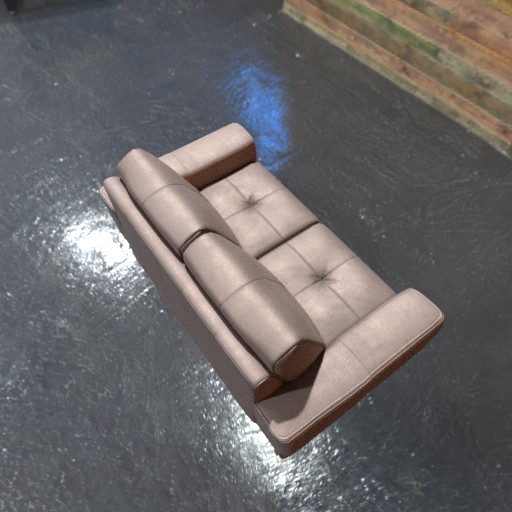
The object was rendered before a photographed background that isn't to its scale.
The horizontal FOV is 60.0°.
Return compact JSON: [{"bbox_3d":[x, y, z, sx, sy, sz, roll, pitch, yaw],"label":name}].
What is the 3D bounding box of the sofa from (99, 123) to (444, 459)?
[{"bbox_3d":[0.000,0.000,2.425,1.018,0.907,1.806,-31,61,-19],"label":"sofa"}]
